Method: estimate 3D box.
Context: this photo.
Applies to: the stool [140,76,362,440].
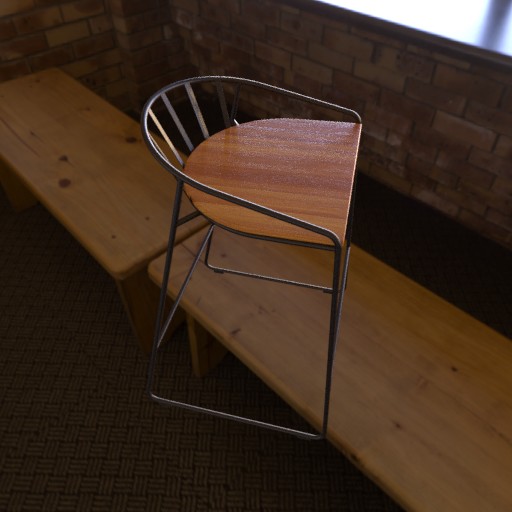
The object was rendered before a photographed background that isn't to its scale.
[{"bbox_3d":[0.000,0.000,1.152,0.521,0.812,0.546,10,47,9],"label":"stool"}]
